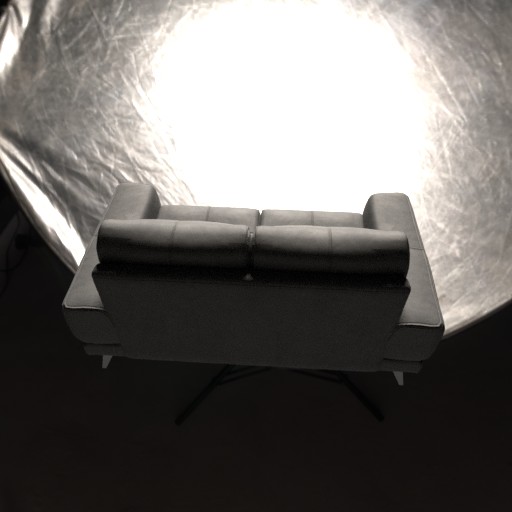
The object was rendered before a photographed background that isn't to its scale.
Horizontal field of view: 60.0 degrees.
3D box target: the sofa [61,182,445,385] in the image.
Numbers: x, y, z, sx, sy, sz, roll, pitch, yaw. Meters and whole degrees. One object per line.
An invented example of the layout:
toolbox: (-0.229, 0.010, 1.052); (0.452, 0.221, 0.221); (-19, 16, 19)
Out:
sofa: (0.000, 0.000, 2.413); (1.806, 0.907, 1.018); (3, 45, 3)
